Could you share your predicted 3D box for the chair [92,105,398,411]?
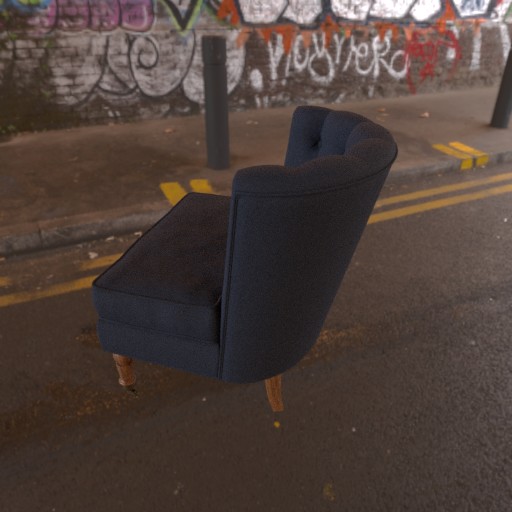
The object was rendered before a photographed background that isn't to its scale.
[{"bbox_3d":[0.000,0.000,1.333,0.718,0.771,0.740,8,31,13],"label":"chair"}]
